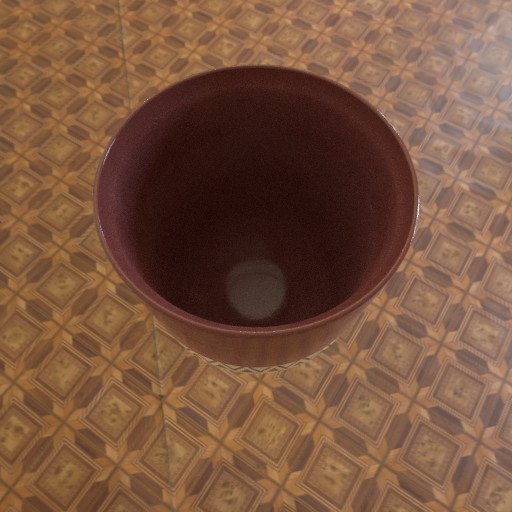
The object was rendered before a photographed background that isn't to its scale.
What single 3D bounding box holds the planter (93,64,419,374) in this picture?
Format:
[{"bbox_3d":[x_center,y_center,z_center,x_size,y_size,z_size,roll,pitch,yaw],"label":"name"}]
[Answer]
[{"bbox_3d":[0.000,0.000,0.362,0.195,0.214,0.195,0,64,0],"label":"planter"}]
